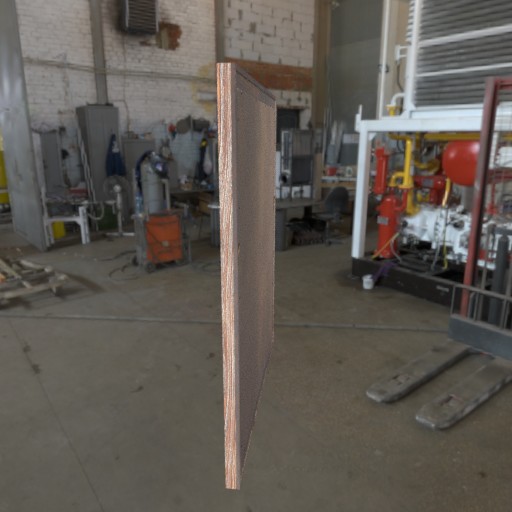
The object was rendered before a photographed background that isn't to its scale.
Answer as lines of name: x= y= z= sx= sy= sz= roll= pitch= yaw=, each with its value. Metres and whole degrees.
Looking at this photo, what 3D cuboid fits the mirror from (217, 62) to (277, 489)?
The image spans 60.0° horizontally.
mirror: x=0.000 y=0.000 z=1.223 sx=0.032 sy=0.882 sz=0.730 roll=2 pitch=15 yaw=8
